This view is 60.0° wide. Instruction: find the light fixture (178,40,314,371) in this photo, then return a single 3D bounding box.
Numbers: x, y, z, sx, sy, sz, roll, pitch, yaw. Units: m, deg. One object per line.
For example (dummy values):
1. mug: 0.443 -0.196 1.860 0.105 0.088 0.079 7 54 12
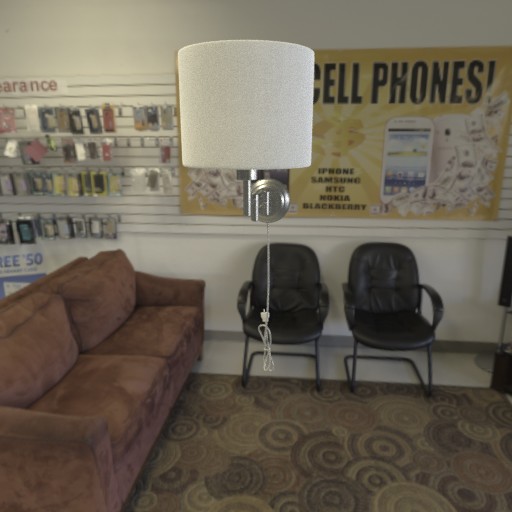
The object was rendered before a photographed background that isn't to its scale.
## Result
1. light fixture: 0.000 0.000 1.045 0.253 0.842 0.479 2 15 9
